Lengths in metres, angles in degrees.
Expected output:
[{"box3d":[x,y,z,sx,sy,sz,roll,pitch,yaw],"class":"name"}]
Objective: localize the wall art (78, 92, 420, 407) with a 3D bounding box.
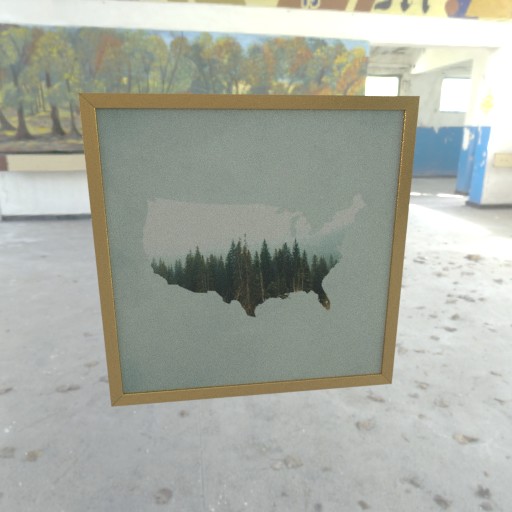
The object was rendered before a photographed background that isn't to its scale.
[{"box3d":[0.000,0.000,0.745,0.509,0.509,0.040,-2,16,-8],"class":"wall art"}]
